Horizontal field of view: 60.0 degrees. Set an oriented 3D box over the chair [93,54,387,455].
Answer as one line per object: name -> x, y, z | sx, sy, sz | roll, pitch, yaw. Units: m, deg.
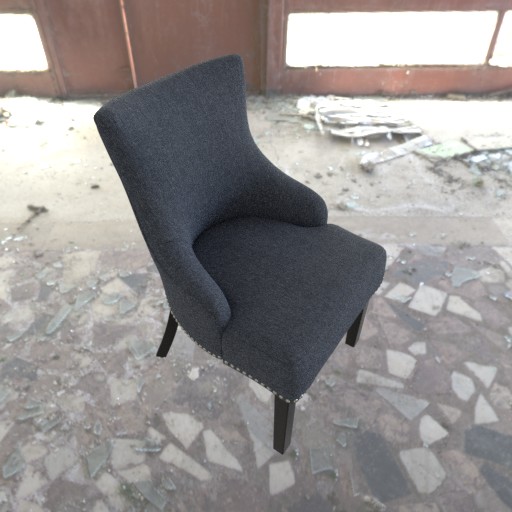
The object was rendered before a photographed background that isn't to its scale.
chair -> 0.000, 0.000, 1.270 | 0.629, 0.909, 0.566 | 25, 47, 26
